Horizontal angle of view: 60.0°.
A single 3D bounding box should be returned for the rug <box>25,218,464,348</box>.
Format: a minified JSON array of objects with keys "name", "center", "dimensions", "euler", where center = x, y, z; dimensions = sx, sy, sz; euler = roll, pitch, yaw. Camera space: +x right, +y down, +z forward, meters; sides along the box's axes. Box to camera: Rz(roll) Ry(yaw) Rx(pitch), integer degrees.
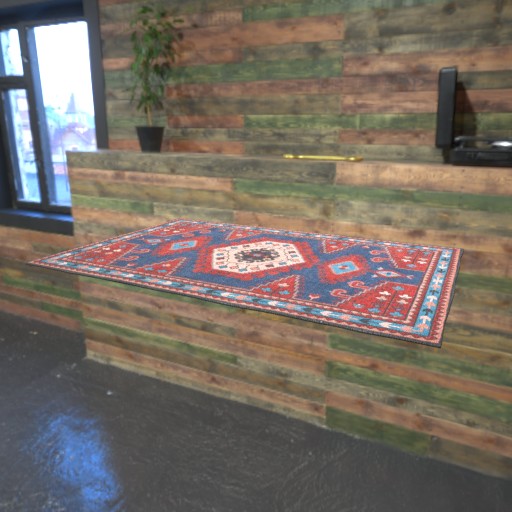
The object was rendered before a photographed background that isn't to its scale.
[{"name":"rug","center":[0.000,0.000,2.188],"dimensions":[1.820,0.012,1.207],"euler":[8,18,26]}]
